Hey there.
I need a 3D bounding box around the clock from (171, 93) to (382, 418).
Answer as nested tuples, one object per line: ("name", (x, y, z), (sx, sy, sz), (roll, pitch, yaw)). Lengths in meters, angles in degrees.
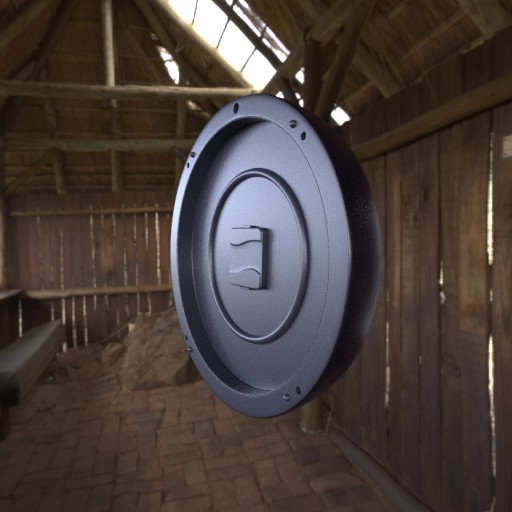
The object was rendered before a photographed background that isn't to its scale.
("clock", (0.000, 0.000, 0.441), (0.060, 0.300, 0.300), (-1, 2, -35))
